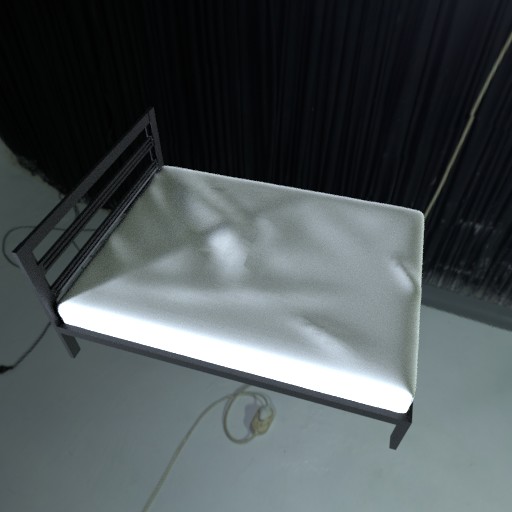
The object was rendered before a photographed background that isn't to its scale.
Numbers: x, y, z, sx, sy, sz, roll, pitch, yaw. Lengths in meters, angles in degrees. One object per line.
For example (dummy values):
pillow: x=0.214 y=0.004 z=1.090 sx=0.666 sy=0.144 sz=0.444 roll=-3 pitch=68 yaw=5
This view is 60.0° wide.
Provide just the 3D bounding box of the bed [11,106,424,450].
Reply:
bed: x=0.000 y=0.000 z=2.811 sx=2.062 sy=0.967 sz=1.524 roll=12 pitch=47 yaw=11
